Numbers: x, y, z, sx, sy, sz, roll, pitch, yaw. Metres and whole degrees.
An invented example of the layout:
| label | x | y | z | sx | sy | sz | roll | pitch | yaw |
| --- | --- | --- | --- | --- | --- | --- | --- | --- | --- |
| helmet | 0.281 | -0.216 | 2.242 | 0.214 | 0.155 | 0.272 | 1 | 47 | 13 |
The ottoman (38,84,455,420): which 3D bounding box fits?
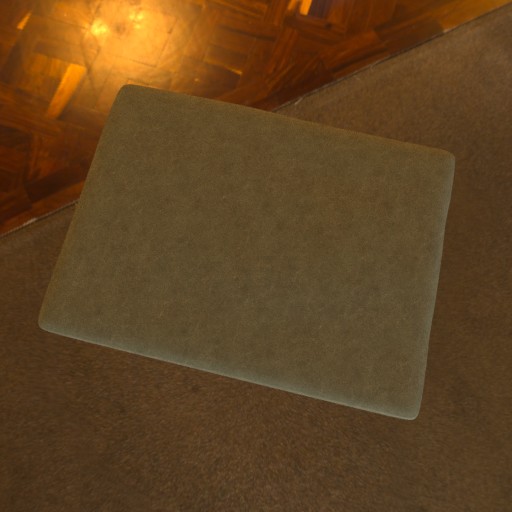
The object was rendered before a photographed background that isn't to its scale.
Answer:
| label | x | y | z | sx | sy | sz | roll | pitch | yaw |
| --- | --- | --- | --- | --- | --- | --- | --- | --- | --- |
| ottoman | 0.000 | 0.000 | 1.196 | 0.839 | 0.464 | 0.639 | 13 | 77 | 3 |
